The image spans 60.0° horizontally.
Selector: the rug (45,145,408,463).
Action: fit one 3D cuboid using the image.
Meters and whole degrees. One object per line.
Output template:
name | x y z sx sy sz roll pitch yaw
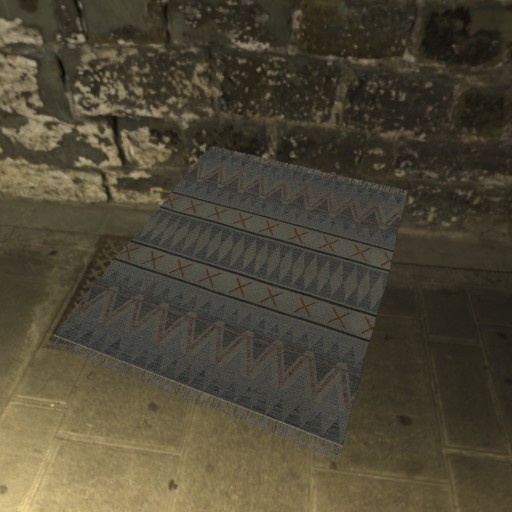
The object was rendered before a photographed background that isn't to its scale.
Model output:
rug | 0.000 0.000 4.100 2.371 0.012 3.000 16 49 15
